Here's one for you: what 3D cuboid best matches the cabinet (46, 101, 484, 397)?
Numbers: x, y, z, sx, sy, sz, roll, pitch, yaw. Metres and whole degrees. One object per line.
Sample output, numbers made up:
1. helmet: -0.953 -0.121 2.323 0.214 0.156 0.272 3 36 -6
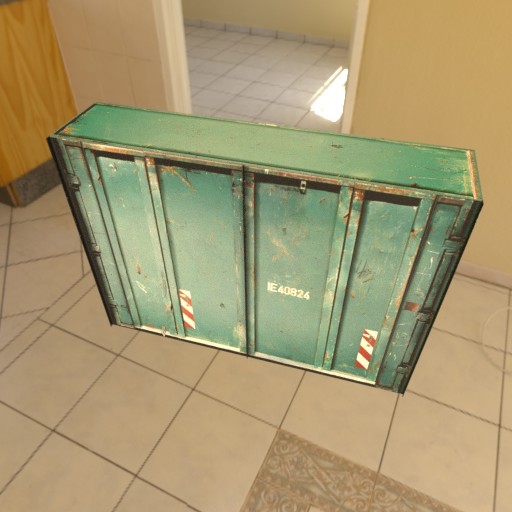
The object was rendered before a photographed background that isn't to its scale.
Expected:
1. cabinet: 0.000 0.000 3.897 3.001 2.160 0.680 11 43 12
